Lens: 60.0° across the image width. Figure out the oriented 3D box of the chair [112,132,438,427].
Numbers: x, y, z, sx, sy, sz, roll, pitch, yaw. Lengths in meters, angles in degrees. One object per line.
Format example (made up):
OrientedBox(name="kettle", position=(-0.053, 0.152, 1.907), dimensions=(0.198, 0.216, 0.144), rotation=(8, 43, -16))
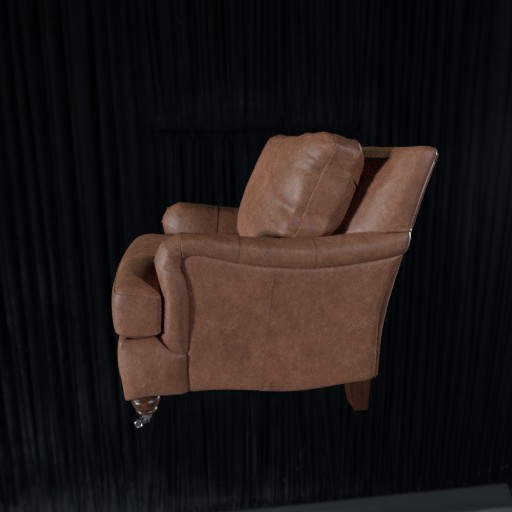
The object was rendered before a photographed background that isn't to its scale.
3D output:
OrientedBox(name="chair", position=(0.000, 0.000, 1.967), dimensions=(1.158, 1.055, 0.986), rotation=(-2, 14, -10))
